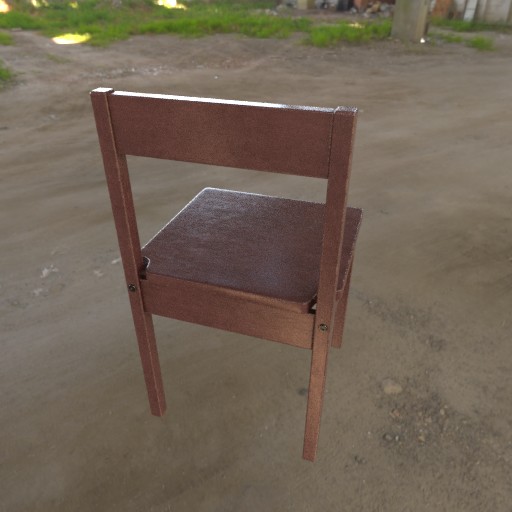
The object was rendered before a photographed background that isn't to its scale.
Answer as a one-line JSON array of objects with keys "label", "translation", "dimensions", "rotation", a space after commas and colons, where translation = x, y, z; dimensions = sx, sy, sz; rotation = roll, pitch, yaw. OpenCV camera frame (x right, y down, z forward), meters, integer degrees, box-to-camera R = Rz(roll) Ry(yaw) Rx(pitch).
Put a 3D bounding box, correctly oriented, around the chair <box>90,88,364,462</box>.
[{"label": "chair", "translation": [0.000, 0.000, 0.870], "dimensions": [0.367, 0.668, 0.361], "rotation": [10, 34, 15]}]
